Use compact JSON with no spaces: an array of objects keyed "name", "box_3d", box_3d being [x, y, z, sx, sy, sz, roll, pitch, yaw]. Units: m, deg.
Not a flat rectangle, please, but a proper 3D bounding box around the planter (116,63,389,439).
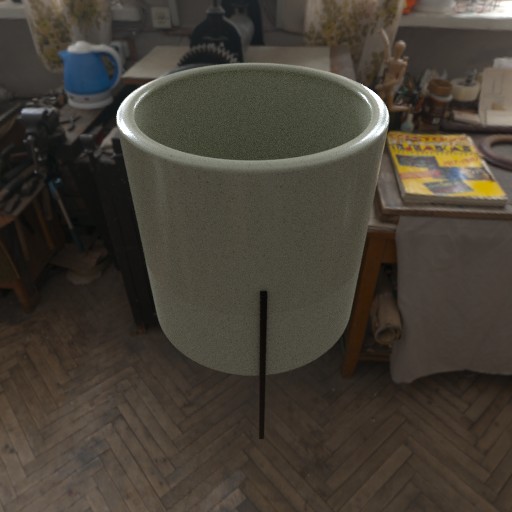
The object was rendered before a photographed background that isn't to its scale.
[{"name":"planter","box_3d":[0.000,0.000,0.676,0.323,0.475,0.314,-24,46,-26]}]
